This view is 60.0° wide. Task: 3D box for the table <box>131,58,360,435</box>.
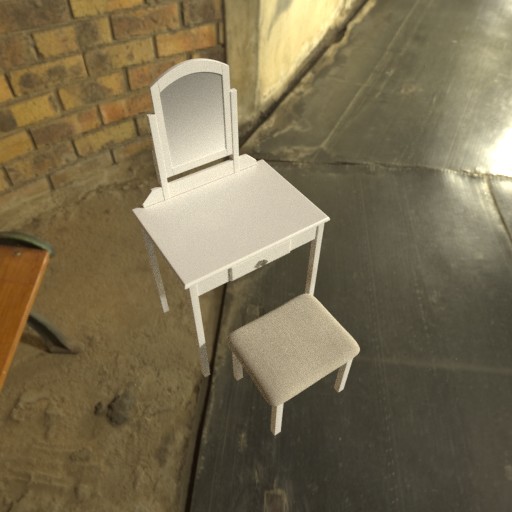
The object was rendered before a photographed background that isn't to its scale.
[{"bbox_3d":[0.000,0.000,2.327,0.876,1.631,1.211,-26,52,-22],"label":"table"}]
